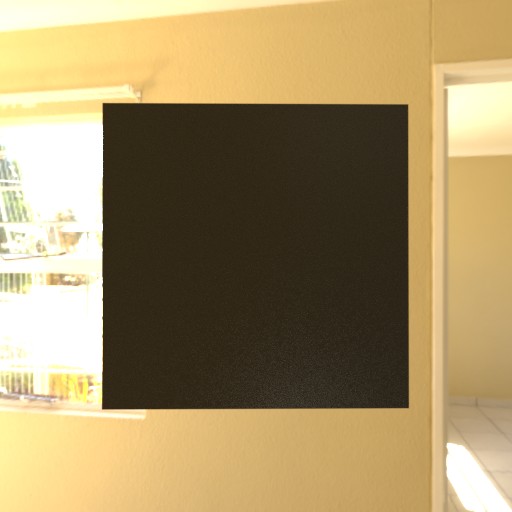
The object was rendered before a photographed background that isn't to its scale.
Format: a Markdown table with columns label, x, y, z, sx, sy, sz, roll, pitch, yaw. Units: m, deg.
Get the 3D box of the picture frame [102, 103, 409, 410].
| label | x | y | z | sx | sy | sz | roll | pitch | yaw |
| --- | --- | --- | --- | --- | --- | --- | --- | --- | --- |
| picture frame | 0.000 | 0.000 | 0.822 | 0.559 | 0.557 | 0.029 | 0 | 0 | -1 |
